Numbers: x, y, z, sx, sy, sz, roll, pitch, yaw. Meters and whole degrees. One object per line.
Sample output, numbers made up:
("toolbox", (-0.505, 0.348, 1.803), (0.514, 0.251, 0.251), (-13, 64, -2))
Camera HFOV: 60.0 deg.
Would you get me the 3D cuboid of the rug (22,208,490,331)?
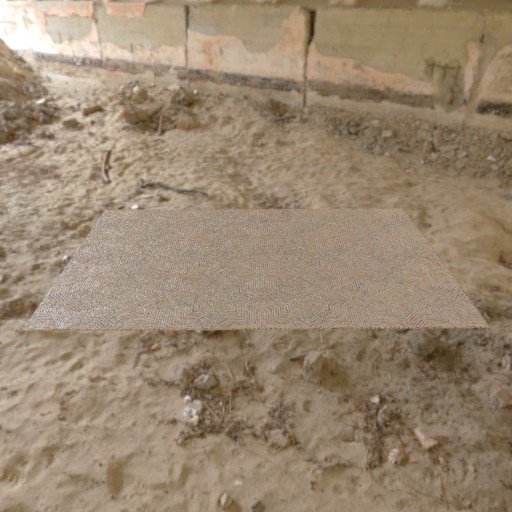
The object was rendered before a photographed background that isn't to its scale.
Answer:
("rug", (0.000, 0.000, 2.951), (2.428, 0.007, 1.519), (0, 30, -1))
